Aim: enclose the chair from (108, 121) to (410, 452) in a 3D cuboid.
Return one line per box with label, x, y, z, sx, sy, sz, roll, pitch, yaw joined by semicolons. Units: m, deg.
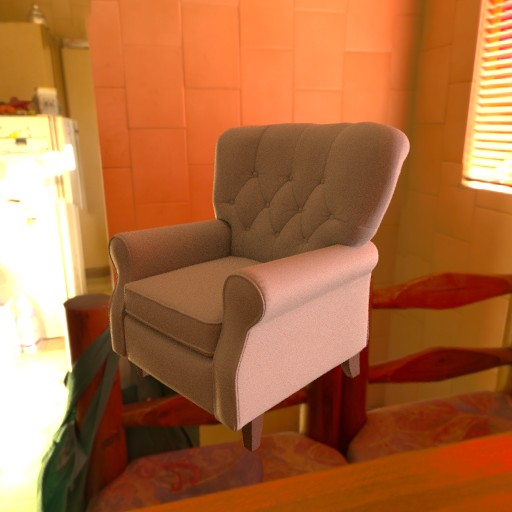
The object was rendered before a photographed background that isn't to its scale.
chair;0.000;0.000;2.095;1.090;1.217;1.128;15;22;42
